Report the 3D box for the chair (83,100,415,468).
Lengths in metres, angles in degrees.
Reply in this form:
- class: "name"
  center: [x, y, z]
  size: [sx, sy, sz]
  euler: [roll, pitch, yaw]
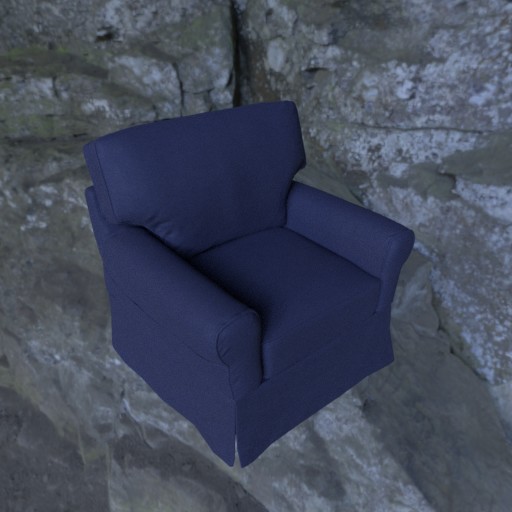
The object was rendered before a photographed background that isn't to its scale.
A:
- class: "chair"
  center: [0.000, 0.000, 1.962]
  size: [1.119, 1.140, 1.002]
  euler: [-23, 38, -33]
